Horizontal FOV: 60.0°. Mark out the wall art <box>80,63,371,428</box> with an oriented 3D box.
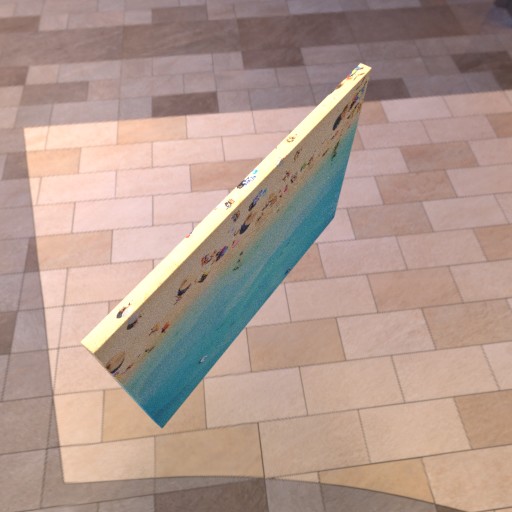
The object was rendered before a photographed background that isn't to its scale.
[{"bbox_3d":[0.000,0.000,1.455,0.040,0.769,1.136,32,64,18],"label":"wall art"}]
